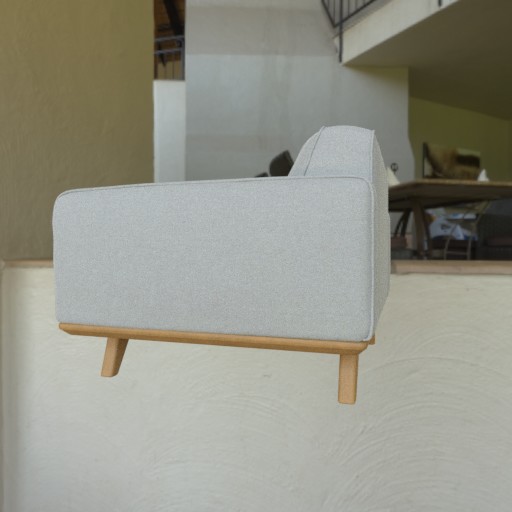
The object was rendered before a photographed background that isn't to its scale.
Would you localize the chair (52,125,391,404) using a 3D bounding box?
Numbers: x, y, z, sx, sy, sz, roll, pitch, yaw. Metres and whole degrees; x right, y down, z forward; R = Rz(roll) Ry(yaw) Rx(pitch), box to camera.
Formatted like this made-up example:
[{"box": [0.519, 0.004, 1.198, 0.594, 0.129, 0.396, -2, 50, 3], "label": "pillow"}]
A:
[{"box": [0.000, 0.000, 1.691, 0.953, 0.779, 1.115, 0, 1, 19], "label": "chair"}]
